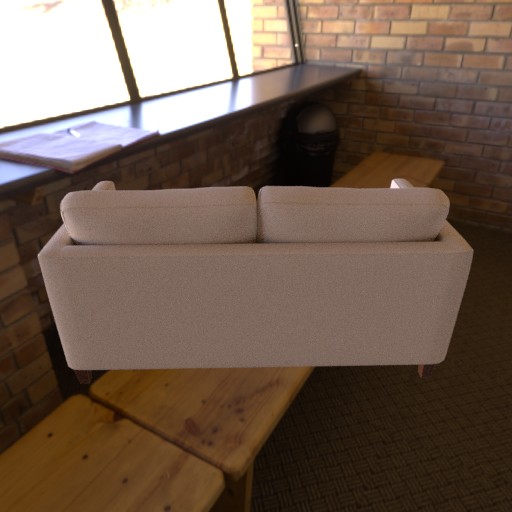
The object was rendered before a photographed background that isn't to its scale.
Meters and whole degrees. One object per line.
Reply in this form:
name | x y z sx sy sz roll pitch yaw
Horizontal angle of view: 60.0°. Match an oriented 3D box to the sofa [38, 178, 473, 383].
sofa | 0.000 0.000 2.201 1.722 0.888 0.873 -1 29 -1
